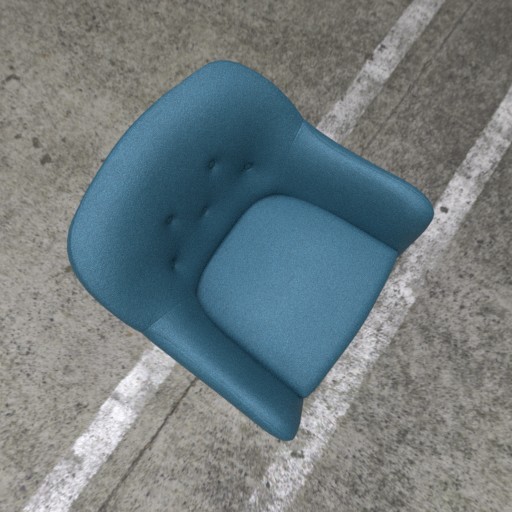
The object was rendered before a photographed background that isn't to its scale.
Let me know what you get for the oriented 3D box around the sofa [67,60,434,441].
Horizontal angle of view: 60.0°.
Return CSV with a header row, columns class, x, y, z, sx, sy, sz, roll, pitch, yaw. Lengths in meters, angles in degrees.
class,x,y,z,sx,sy,sz,roll,pitch,yaw
sofa,0.000,0.000,1.477,0.825,0.817,0.836,34,79,8
